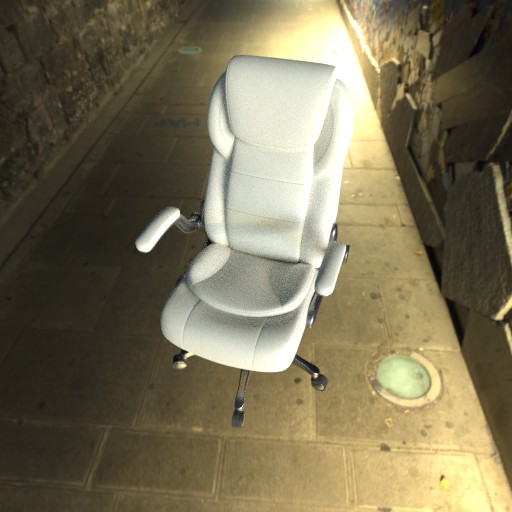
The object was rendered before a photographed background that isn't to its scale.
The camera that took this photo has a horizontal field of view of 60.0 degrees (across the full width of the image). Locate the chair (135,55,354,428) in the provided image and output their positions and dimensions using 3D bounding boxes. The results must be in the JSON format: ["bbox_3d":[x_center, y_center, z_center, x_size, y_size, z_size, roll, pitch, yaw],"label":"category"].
[{"bbox_3d":[0.000,0.000,1.797,0.755,1.330,0.806,13,42,14],"label":"chair"}]
